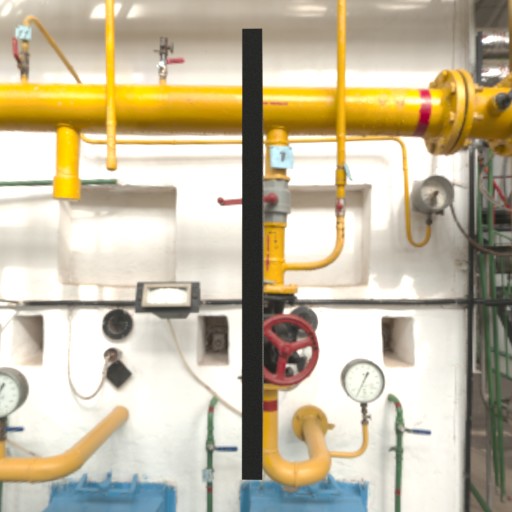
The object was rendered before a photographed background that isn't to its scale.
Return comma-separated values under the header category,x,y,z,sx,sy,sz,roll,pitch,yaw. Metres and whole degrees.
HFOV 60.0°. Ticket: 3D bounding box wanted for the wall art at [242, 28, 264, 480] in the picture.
category,x,y,z,sx,sy,sz,roll,pitch,yaw
wall art,0.000,0.000,0.709,0.023,0.505,0.428,0,-1,1
